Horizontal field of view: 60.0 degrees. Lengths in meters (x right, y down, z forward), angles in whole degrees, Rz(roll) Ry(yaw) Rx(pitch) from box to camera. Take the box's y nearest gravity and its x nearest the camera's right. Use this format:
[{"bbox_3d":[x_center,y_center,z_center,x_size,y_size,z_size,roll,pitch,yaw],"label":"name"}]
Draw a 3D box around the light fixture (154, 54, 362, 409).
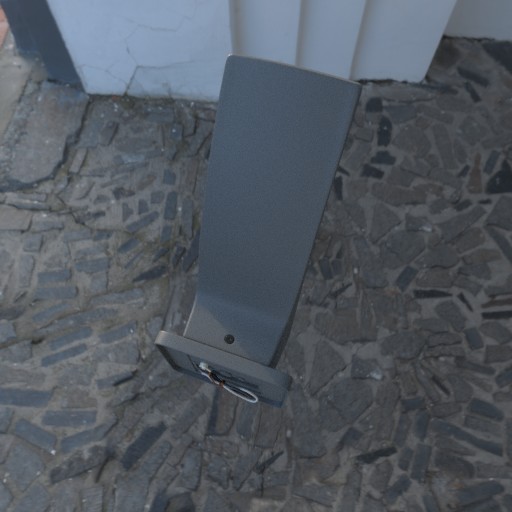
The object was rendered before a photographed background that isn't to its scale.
[{"bbox_3d":[0.000,0.000,0.338,0.108,0.243,0.174,17,64,9],"label":"light fixture"}]
